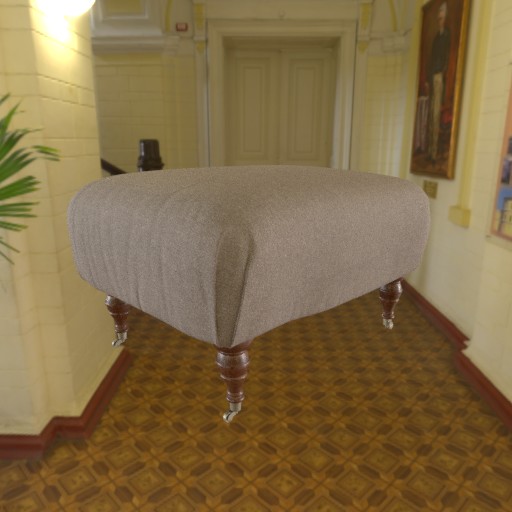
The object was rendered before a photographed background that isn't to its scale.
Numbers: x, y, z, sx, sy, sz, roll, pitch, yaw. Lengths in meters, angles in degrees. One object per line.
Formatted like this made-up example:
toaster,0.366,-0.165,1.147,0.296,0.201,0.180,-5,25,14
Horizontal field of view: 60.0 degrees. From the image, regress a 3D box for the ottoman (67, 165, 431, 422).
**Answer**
ottoman,0.000,0.000,1.135,0.747,0.450,0.622,-14,20,-43
